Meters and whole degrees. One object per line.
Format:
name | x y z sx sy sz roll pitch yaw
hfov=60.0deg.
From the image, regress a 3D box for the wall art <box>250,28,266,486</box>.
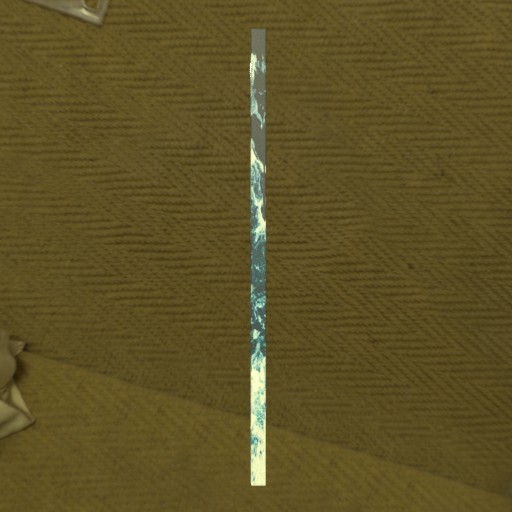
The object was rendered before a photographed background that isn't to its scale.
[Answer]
wall art | 0.000 0.000 1.979 0.055 1.017 1.524 0 92 -1
